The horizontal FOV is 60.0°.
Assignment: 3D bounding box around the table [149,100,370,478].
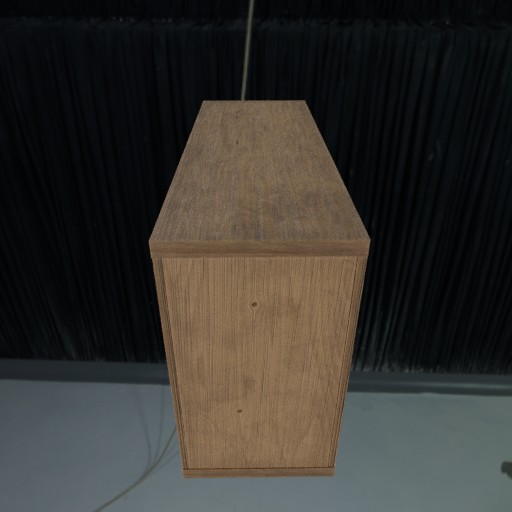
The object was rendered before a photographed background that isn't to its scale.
[{"bbox_3d":[0.000,0.000,1.509,0.410,0.771,1.151,0,32,-1],"label":"table"}]
